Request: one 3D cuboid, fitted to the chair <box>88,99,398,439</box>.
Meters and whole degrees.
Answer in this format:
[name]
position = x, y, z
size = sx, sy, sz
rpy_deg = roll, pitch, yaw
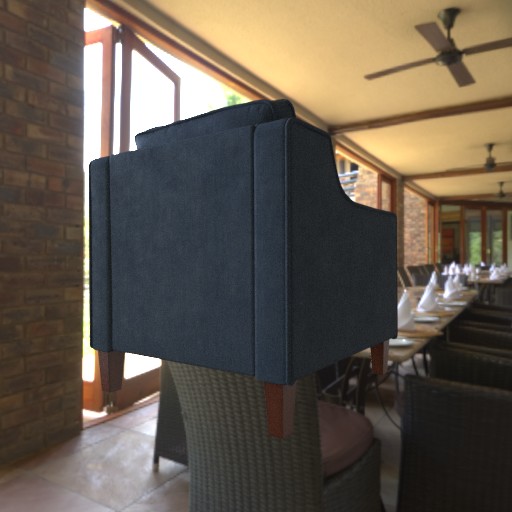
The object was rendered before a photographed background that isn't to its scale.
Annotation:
[chair]
position = 0.000, 0.000, 1.710
size = 0.831, 0.960, 0.909
rpy_deg = 0, -1, 35
